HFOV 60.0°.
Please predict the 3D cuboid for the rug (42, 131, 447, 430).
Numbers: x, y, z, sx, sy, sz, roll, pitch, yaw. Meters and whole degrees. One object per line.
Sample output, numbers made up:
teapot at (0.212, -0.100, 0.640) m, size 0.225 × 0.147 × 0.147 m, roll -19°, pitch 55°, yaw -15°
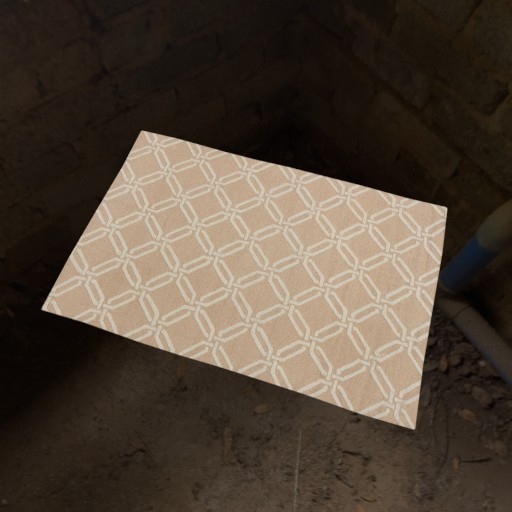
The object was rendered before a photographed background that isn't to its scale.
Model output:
rug at (0.000, 0.000, 2.180) m, size 1.745 × 0.010 × 1.146 m, roll 16°, pitch 65°, yaw 8°
